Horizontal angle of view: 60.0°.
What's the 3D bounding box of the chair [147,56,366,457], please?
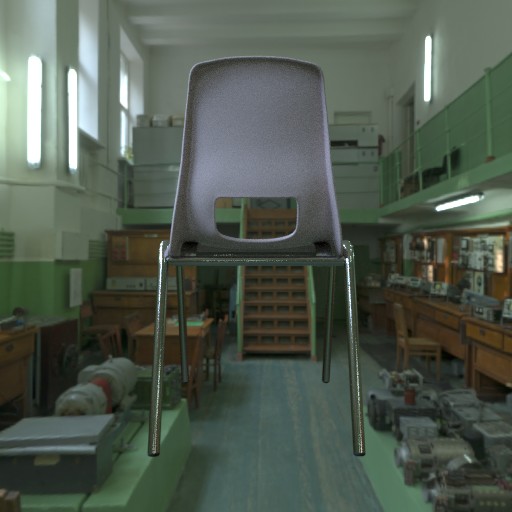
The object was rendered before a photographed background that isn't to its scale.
[{"bbox_3d":[0.000,0.000,0.929,0.381,0.653,0.436,0,0,0],"label":"chair"}]
